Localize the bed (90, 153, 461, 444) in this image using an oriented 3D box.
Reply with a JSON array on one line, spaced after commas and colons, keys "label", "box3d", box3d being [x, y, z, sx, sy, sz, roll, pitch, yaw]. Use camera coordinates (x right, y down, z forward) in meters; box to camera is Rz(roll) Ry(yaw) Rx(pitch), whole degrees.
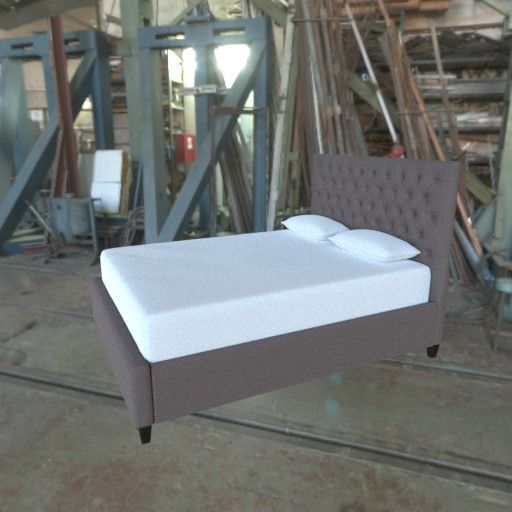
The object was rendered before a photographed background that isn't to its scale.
[{"label": "bed", "box3d": [0.000, 0.000, 3.341, 2.233, 1.426, 1.696, -7, 17, -26]}]
